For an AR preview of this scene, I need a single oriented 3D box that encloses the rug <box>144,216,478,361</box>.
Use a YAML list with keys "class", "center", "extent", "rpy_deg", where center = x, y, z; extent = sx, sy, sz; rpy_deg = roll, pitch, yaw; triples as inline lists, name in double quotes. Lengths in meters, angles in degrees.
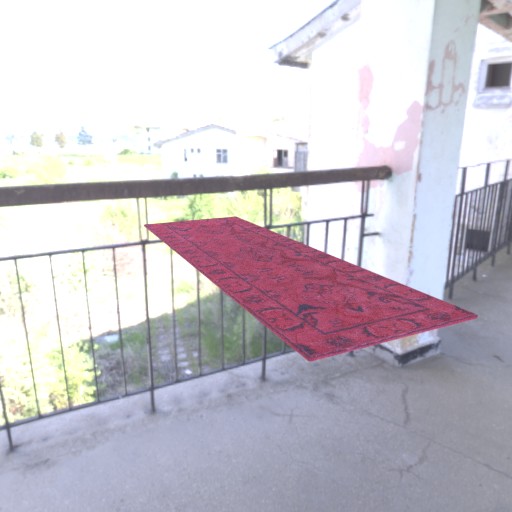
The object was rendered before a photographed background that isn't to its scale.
- class: "rug"
  center: [0.000, 0.000, 2.676]
  extent: [0.813, 0.018, 2.439]
  rpy_deg: [-8, 17, -25]
